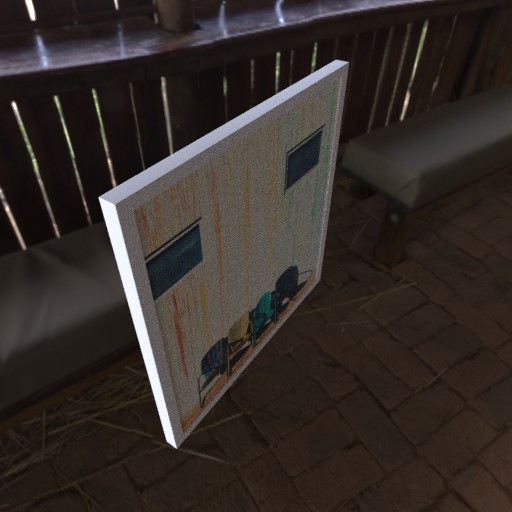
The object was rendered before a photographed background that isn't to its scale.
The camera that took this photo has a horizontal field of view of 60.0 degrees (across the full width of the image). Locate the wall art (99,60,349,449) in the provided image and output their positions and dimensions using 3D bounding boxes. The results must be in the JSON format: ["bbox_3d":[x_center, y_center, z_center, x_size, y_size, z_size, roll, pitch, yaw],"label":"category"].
[{"bbox_3d":[0.000,0.000,1.133,0.036,0.760,0.760,25,47,26],"label":"wall art"}]
